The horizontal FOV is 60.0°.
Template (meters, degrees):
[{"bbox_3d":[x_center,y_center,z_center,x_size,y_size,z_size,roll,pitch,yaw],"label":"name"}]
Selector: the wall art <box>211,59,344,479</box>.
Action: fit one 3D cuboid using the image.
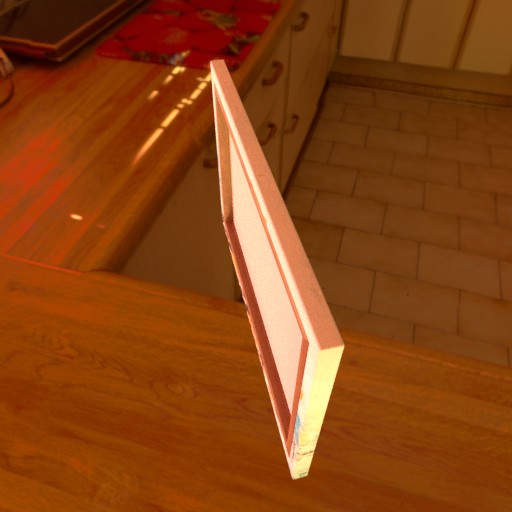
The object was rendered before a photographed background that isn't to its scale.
[{"bbox_3d":[0.000,0.000,1.136,0.038,0.609,0.913,-10,49,-9],"label":"wall art"}]
